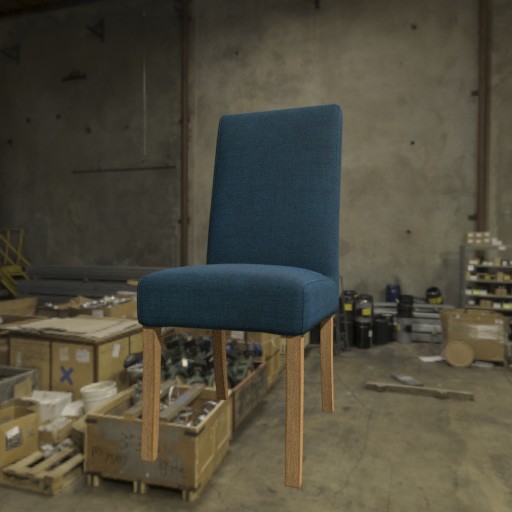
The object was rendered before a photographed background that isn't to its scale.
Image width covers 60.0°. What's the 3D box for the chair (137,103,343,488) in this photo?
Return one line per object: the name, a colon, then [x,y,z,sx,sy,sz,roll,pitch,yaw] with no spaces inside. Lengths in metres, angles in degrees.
chair: [0.000,0.000,1.332,0.450,1.029,0.610,0,1,19]
